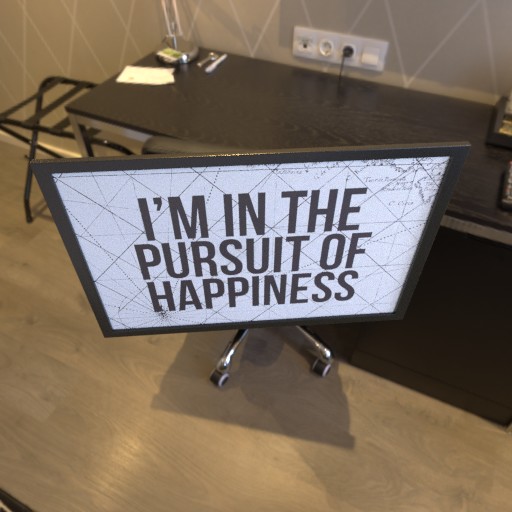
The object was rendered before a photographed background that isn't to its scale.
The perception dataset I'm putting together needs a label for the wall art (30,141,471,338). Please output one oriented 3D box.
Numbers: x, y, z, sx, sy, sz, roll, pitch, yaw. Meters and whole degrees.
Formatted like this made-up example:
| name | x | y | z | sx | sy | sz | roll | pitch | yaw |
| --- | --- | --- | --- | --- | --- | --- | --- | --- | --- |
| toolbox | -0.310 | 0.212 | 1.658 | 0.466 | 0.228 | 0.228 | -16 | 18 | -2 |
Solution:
| name | x | y | z | sx | sy | sz | roll | pitch | yaw |
| --- | --- | --- | --- | --- | --- | --- | --- | --- | --- |
| wall art | 0.000 | 0.000 | 1.021 | 0.819 | 0.552 | 0.015 | -3 | 46 | -3 |
